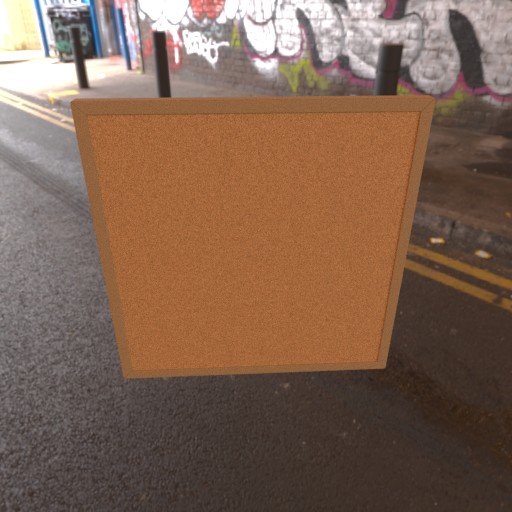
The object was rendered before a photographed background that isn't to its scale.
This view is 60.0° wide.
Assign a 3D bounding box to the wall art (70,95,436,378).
[{"bbox_3d":[0.000,0.000,1.121,0.761,0.761,0.037,-2,29,-3],"label":"wall art"}]
